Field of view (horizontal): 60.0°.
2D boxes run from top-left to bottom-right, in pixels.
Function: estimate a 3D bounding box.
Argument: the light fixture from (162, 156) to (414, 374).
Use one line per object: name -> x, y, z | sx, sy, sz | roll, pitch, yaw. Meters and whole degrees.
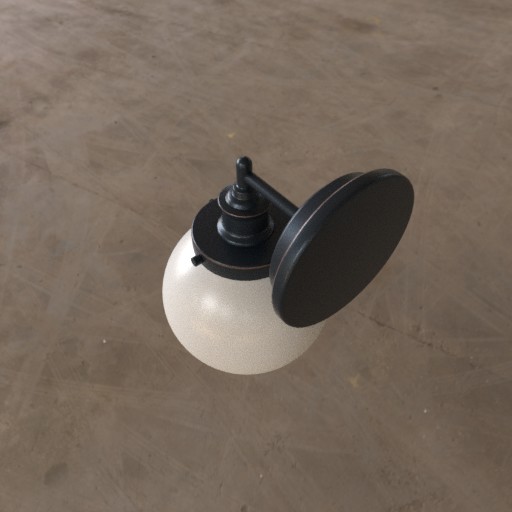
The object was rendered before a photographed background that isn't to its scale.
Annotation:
light fixture -> 0.000, 0.000, 0.463 | 0.197, 0.332, 0.230 | -30, 54, -25
